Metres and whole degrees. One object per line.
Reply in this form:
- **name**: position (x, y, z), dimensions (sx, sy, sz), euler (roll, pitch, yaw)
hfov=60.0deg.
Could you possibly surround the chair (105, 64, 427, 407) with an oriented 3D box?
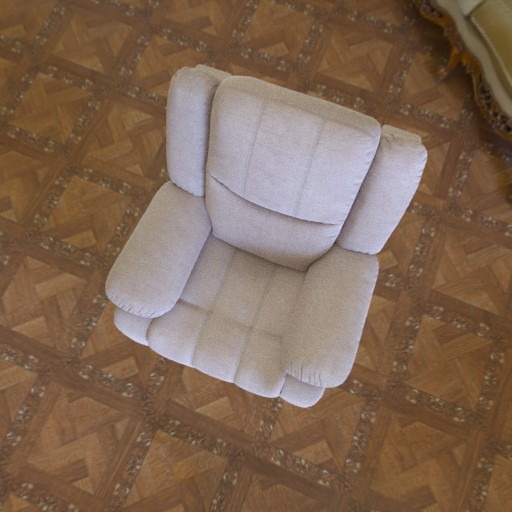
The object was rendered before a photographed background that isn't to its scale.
- **chair**: position (0.000, 0.000, 1.693), dimensions (0.899, 1.008, 0.944), euler (20, 74, 6)
